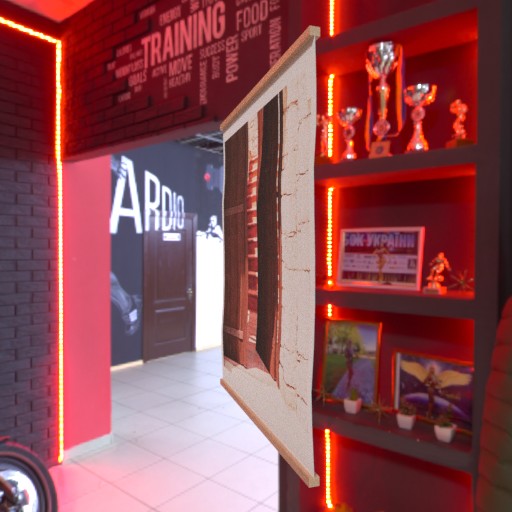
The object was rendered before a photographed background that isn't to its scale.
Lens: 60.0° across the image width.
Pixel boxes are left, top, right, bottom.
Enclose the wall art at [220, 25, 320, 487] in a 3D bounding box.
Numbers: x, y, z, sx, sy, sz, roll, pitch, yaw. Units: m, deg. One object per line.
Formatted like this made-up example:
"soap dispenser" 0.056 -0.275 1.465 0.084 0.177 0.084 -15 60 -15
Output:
"wall art" 0.000 0.000 0.681 0.013 0.508 0.406 0 1 -19
